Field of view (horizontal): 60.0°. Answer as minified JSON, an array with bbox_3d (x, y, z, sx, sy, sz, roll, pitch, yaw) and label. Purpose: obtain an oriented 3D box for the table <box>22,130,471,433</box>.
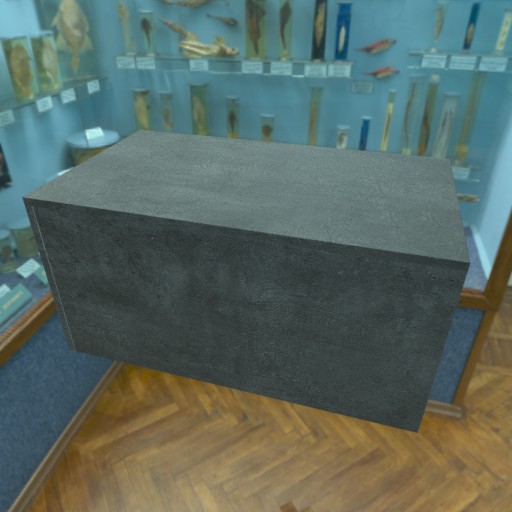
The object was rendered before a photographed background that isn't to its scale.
[{"bbox_3d":[0.000,0.000,0.914,0.700,0.350,0.400,9,34,14],"label":"table"}]
